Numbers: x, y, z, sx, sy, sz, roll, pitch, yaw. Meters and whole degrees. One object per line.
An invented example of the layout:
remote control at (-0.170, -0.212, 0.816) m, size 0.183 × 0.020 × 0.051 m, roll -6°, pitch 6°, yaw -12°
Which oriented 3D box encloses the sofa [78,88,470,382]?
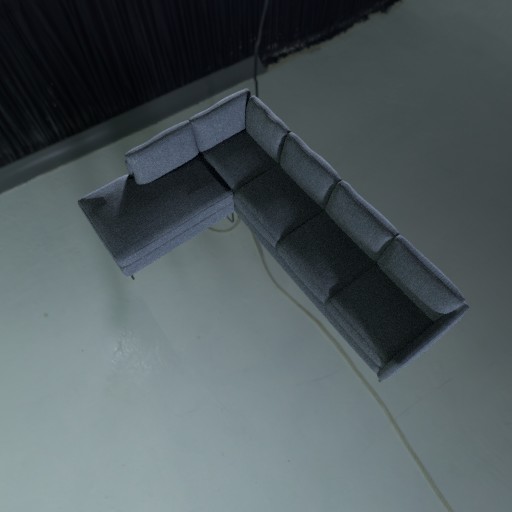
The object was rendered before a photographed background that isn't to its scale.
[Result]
sofa at (0.000, 0.000, 3.865) m, size 2.007 × 0.815 × 2.949 m, roll -34°, pitch 68°, yaw -16°
